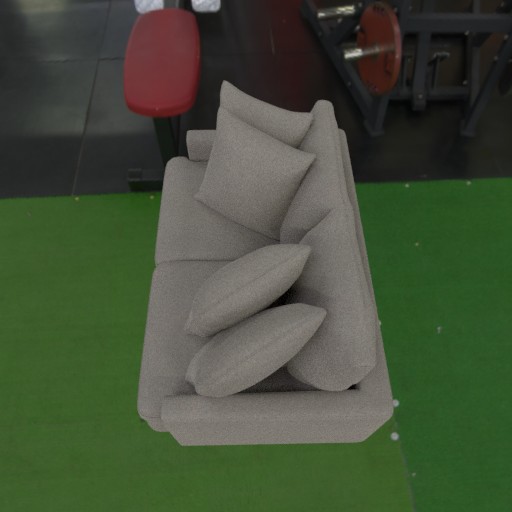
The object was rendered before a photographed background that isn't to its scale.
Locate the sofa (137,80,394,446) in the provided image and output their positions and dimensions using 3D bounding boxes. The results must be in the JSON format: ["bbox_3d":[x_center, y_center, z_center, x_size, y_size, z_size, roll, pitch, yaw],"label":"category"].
[{"bbox_3d":[0.000,0.000,2.553,1.228,1.080,1.869,-1,58,-1],"label":"sofa"}]
